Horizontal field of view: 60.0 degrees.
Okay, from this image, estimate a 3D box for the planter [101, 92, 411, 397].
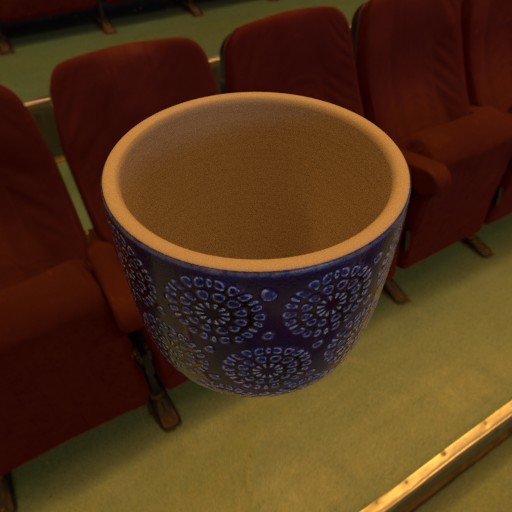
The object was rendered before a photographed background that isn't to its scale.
[{"bbox_3d":[0.000,0.000,0.291,0.165,0.149,0.165,0,46,0],"label":"planter"}]
